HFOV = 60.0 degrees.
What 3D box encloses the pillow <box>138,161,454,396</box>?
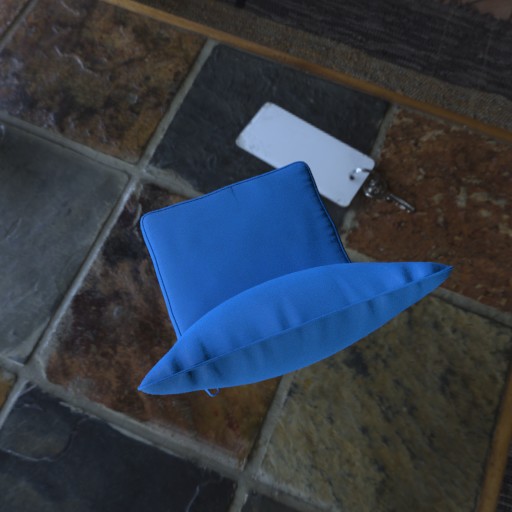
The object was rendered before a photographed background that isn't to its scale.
[{"bbox_3d":[0.000,0.000,1.396,0.798,0.725,0.733,-20,75,-6],"label":"pillow"}]
